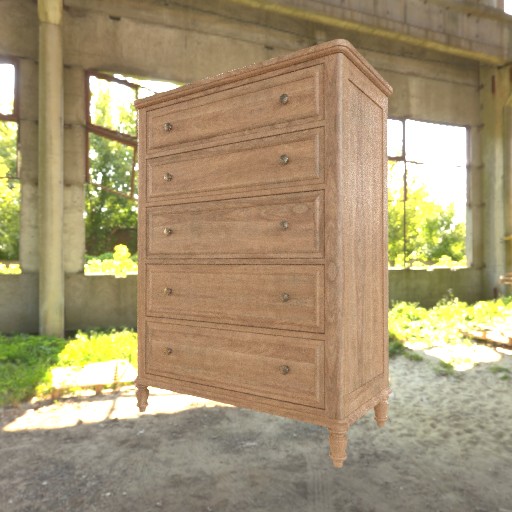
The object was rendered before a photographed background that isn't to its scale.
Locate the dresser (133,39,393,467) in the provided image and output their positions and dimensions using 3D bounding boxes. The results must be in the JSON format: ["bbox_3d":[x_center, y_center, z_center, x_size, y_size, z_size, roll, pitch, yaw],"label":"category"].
[{"bbox_3d":[0.000,0.000,1.808,0.973,1.318,0.484,-1,-1,34],"label":"dresser"}]
